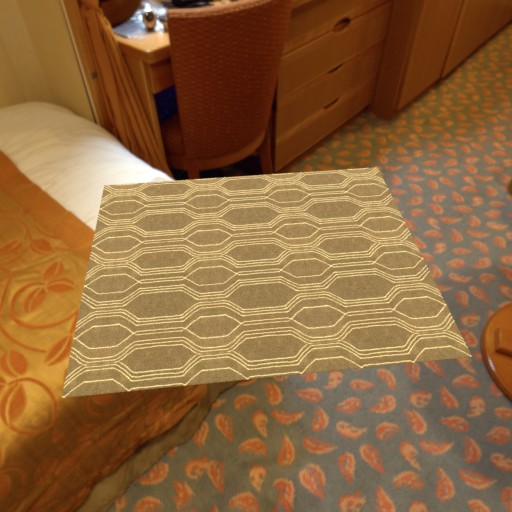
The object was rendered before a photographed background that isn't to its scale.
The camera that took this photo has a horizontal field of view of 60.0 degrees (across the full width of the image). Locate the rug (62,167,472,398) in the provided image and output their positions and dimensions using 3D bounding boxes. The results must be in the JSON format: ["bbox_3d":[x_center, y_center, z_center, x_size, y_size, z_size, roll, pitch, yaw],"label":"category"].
[{"bbox_3d":[0.000,0.000,4.114,3.062,0.012,2.457,-5,47,-4],"label":"rug"}]
